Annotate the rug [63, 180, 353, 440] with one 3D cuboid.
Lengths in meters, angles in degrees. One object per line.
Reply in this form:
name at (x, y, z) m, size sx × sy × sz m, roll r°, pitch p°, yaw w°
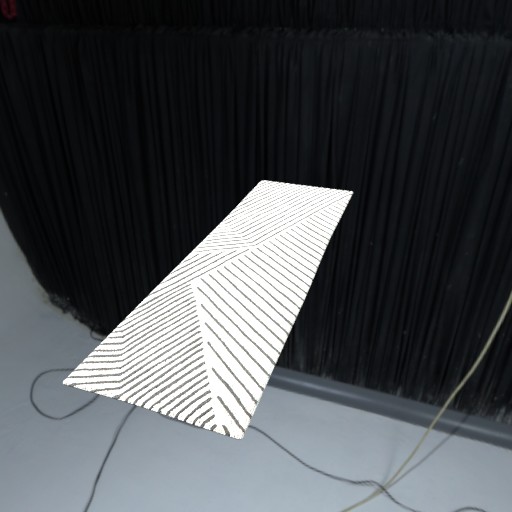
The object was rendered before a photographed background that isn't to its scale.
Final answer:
rug at (0.000, 0.000, 2.649) m, size 0.773 × 0.020 × 2.439 m, roll 10°, pitch 32°, yaw 17°
